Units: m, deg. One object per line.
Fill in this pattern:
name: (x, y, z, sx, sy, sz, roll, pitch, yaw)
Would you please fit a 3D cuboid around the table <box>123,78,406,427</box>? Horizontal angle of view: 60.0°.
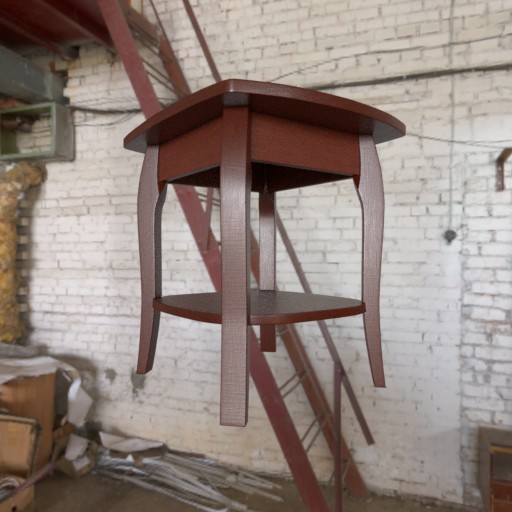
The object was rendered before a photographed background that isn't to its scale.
table: (0.000, 0.000, 0.898, 0.433, 0.496, 0.502, 0, 1, -36)
